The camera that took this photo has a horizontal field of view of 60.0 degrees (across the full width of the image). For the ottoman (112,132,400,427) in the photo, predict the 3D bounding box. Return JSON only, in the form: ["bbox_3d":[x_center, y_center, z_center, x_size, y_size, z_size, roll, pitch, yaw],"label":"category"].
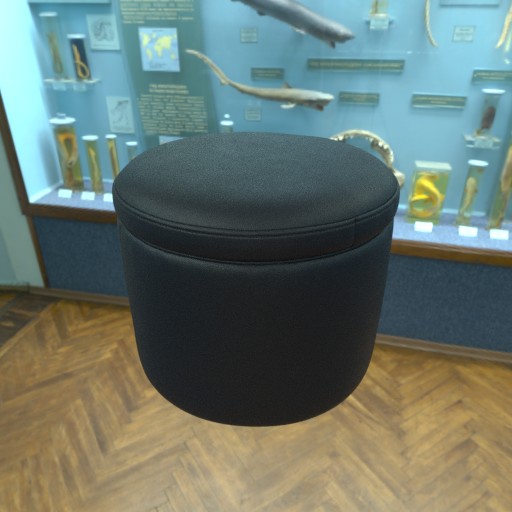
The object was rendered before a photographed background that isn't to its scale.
[{"bbox_3d":[0.000,0.000,0.874,0.501,0.409,0.501,0,29,0],"label":"ottoman"}]
